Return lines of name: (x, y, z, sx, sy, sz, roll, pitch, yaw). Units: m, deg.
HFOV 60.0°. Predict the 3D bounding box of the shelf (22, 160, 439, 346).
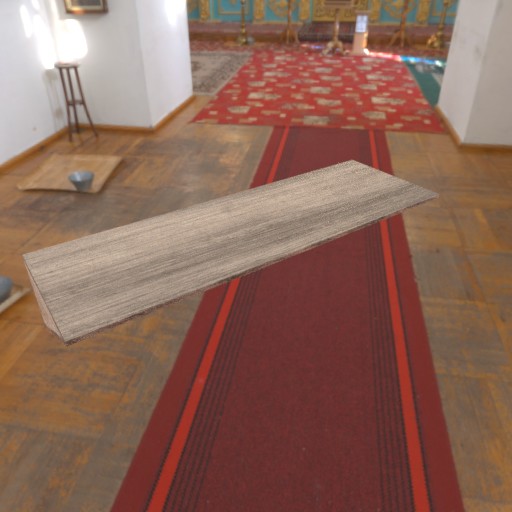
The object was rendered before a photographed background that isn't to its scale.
shelf: (0.000, 0.000, 0.694, 0.610, 0.125, 0.200, -21, 38, -29)
